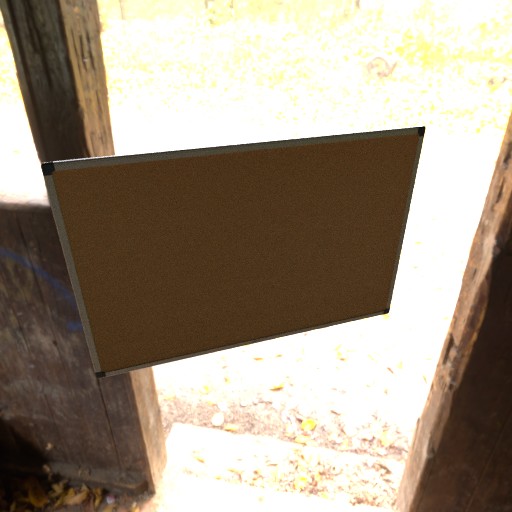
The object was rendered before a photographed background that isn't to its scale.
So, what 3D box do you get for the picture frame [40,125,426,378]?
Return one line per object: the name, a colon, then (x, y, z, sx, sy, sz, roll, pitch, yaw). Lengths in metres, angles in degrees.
picture frame: (0.000, 0.000, 1.151, 0.900, 0.600, 0.010, -10, 33, -15)
